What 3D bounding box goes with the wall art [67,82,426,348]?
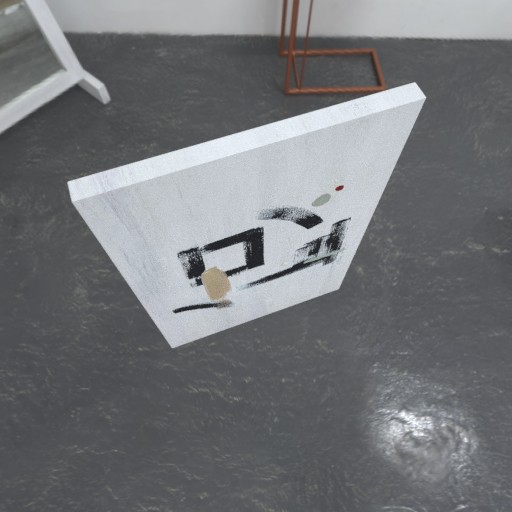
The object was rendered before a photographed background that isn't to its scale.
[{"bbox_3d":[0.000,0.000,1.152,0.624,0.914,0.043,-18,66,-9],"label":"wall art"}]
